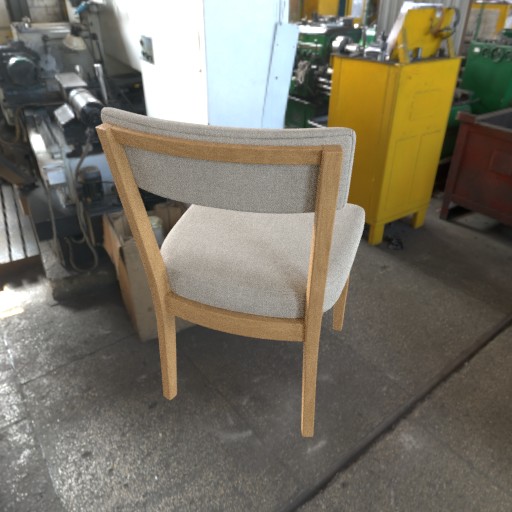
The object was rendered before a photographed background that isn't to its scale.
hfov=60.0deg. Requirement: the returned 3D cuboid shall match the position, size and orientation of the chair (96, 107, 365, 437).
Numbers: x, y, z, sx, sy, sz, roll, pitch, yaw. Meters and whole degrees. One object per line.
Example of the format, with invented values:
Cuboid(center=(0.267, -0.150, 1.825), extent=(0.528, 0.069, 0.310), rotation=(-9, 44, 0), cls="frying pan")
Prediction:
Cuboid(center=(0.000, 0.000, 1.173), extent=(0.508, 0.832, 0.572), rotation=(10, 33, 15), cls="chair")
